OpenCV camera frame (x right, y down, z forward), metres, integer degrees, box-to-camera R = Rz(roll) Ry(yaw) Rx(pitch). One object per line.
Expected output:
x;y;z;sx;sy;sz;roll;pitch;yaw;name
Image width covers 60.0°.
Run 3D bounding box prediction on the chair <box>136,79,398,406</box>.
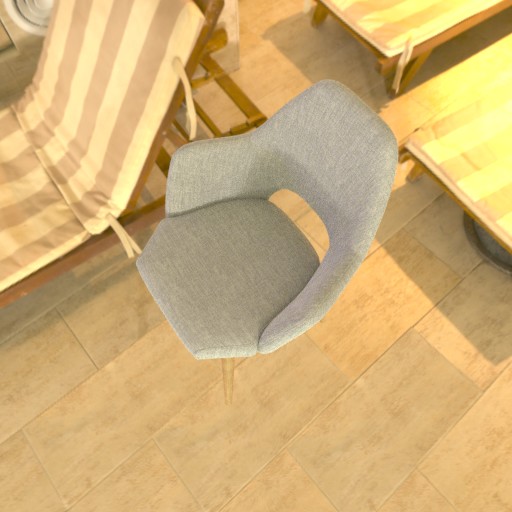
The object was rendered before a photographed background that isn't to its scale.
0.000;0.000;1.276;0.610;0.840;0.590;-32;67;-15;chair
